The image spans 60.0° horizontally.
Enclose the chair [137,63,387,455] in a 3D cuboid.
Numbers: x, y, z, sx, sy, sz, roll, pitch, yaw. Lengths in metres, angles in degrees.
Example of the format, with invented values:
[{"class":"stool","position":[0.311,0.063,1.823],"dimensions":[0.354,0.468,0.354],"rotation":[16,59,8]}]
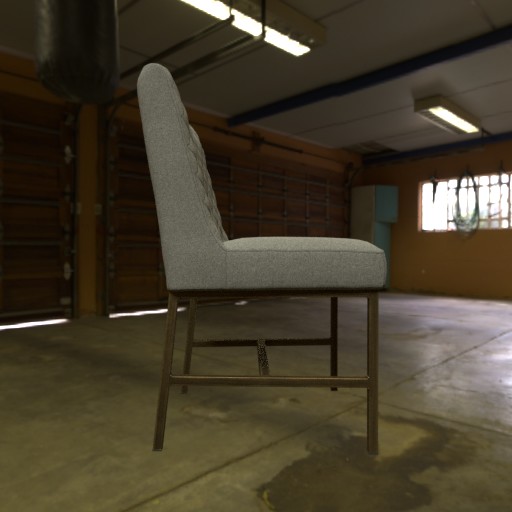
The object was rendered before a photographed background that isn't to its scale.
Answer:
[{"class":"chair","position":[0.000,0.000,1.228],"dimensions":[0.587,0.889,0.508],"rotation":[0,0,-1]}]
